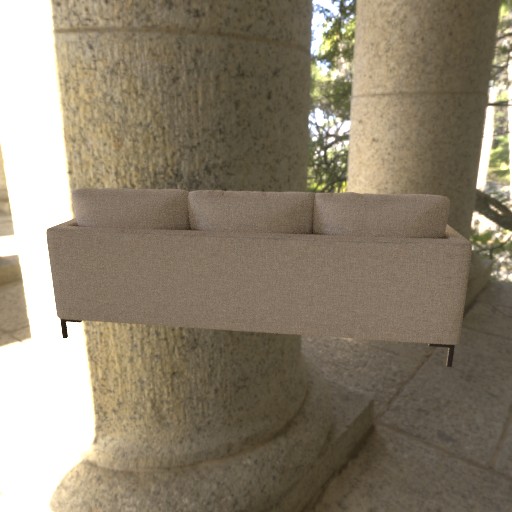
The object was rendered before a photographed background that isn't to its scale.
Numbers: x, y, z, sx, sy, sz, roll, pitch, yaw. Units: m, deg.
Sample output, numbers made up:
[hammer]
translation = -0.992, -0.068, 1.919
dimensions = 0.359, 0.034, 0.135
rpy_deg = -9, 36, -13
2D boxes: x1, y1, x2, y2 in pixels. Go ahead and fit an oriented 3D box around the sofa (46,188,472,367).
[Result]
[sofa]
translation = 0.000, 0.000, 2.719
dimensions = 2.218, 0.874, 0.859
rpy_deg = 2, 16, 8
